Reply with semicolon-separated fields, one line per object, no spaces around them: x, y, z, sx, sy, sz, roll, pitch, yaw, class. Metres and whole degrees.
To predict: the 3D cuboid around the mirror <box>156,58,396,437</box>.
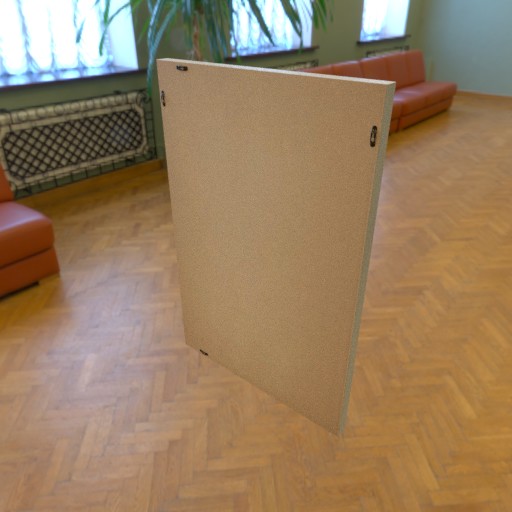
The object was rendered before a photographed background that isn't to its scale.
0.000;0.000;1.167;0.609;0.915;0.041;22;36;33;mirror
